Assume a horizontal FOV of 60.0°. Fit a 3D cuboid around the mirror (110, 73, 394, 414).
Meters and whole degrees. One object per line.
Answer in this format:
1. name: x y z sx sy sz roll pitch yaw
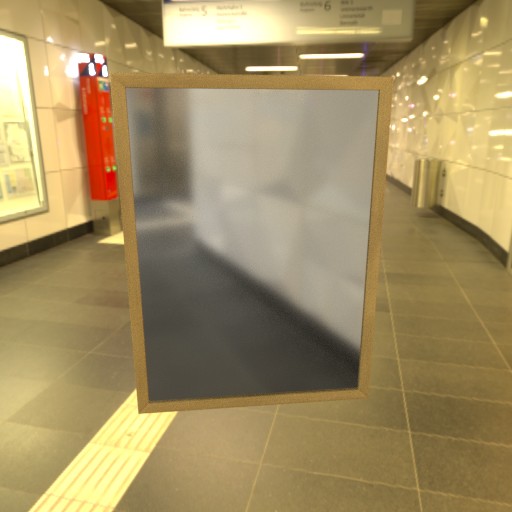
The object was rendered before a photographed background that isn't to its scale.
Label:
1. mirror: 0.000 0.000 1.340 0.762 1.016 0.040 -2 16 -6
